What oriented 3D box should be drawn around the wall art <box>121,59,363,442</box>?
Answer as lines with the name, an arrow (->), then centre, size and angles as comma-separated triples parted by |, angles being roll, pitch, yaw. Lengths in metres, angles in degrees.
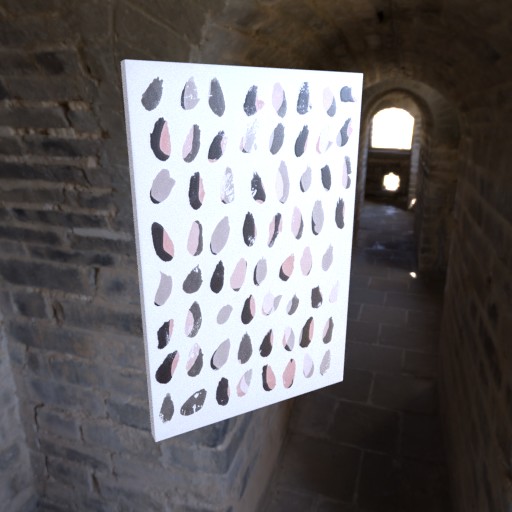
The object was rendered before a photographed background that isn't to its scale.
wall art -> 0.000, 0.000, 0.774 | 0.405, 0.608, 0.025 | -9, 19, -26
